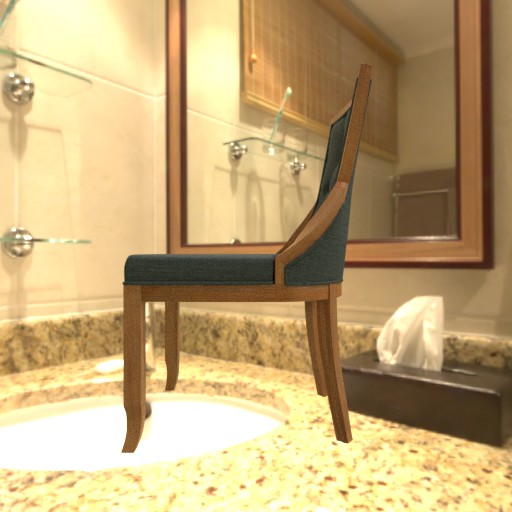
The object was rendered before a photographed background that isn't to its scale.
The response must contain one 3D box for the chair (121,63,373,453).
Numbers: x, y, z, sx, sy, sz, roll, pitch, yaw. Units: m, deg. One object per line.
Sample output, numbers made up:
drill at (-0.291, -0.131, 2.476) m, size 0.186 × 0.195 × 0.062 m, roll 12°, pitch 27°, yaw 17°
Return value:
chair at (0.000, 0.000, 1.315) m, size 0.641 × 0.947 × 0.524 m, roll 0°, pitch 0°, yaw 0°
